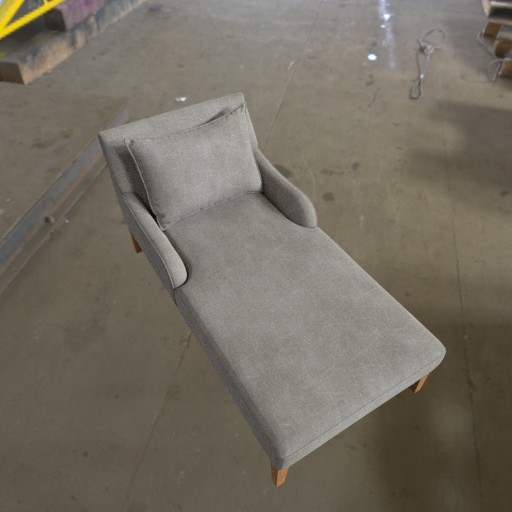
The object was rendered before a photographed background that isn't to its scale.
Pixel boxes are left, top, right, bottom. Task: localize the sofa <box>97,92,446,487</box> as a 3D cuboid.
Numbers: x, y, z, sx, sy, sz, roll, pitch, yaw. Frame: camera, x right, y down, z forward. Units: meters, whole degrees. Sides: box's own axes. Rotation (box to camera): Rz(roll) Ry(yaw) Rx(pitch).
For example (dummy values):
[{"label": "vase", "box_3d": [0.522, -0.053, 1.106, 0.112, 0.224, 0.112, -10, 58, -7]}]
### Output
[{"label": "sofa", "box_3d": [0.000, 0.000, 2.245, 0.894, 0.859, 1.779, -24, 51, -21]}]
